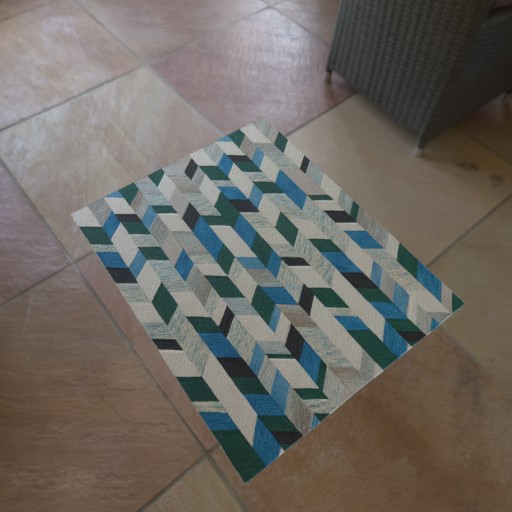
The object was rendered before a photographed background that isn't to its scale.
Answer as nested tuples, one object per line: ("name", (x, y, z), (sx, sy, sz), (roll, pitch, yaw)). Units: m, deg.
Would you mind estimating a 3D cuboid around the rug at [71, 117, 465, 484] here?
("rug", (0.000, 0.000, 4.212), (2.440, 0.008, 3.036), (-32, 63, -18))
